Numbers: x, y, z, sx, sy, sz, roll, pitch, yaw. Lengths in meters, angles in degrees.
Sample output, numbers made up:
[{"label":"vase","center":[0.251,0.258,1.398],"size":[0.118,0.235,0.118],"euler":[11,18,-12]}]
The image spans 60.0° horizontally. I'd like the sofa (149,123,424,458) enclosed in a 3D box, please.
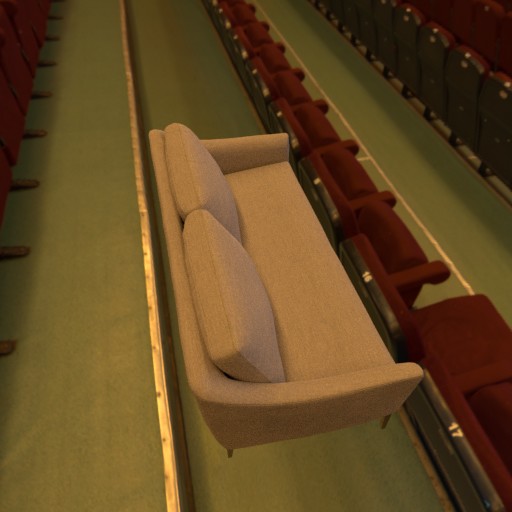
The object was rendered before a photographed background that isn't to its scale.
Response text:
[{"label":"sofa","center":[0.000,0.000,2.584],"size":[0.980,0.913,2.036],"euler":[-10,47,-10]}]
